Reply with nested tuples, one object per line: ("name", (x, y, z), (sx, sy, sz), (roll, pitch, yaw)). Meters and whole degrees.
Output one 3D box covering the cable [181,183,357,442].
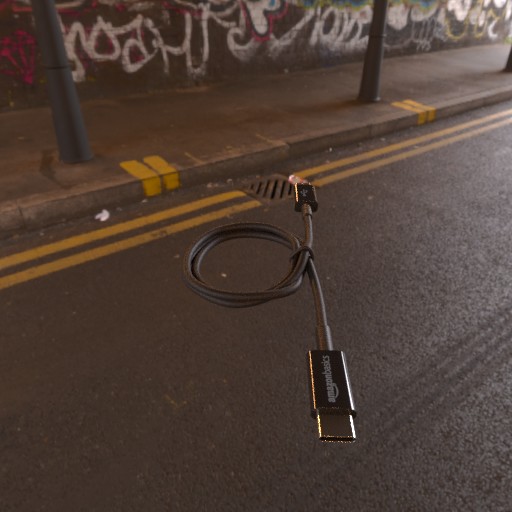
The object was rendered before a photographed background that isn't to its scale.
("cable", (0.000, 0.000, 0.211), (0.070, 0.014, 0.192), (1, 32, 2))
